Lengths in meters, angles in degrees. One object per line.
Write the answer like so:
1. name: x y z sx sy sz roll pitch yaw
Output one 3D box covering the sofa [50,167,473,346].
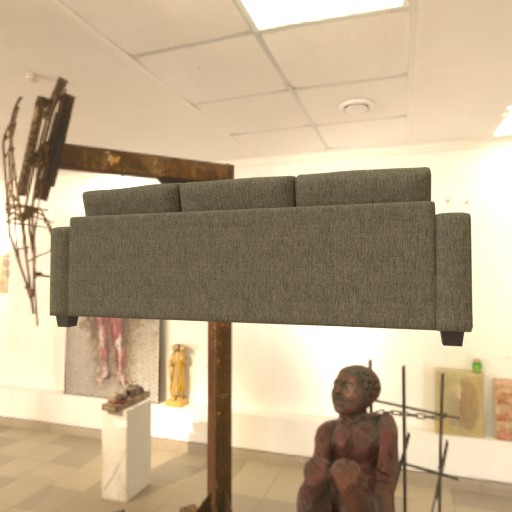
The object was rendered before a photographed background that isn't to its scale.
1. sofa: 0.000 0.000 2.570 2.160 0.800 0.900 -1 -2 18
